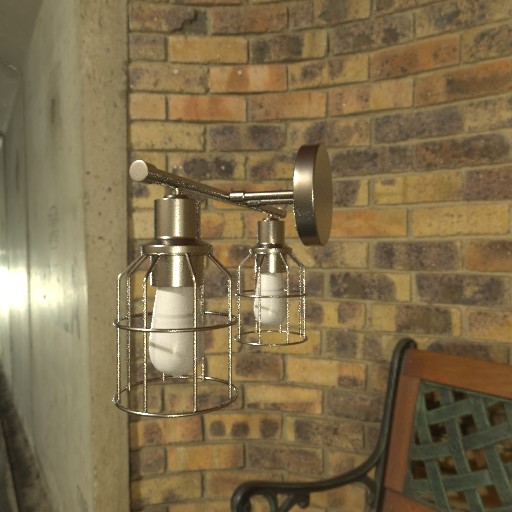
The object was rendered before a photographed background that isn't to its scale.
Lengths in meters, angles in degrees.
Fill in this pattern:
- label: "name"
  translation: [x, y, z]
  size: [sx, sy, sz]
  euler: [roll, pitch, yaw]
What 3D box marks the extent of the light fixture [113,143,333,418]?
- label: "light fixture"
  translation: [0.000, 0.000, 0.532]
  size: [0.165, 0.254, 0.406]
  euler: [0, 0, 19]
